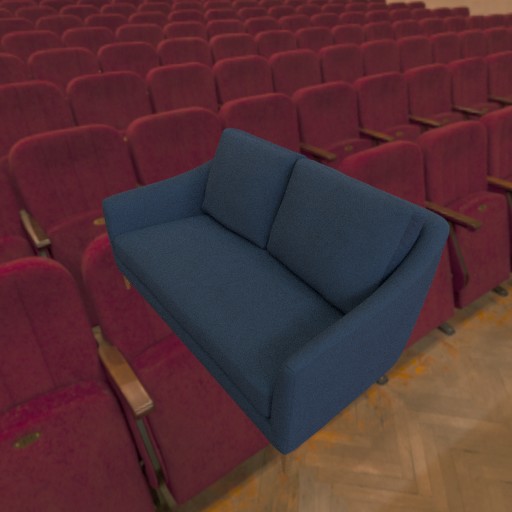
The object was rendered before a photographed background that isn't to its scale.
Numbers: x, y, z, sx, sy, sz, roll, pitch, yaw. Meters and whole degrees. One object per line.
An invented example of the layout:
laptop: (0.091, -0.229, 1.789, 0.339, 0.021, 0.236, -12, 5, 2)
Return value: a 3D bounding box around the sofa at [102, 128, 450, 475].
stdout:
sofa: (0.000, 0.000, 2.189, 0.960, 0.902, 1.619, -21, 38, -31)
